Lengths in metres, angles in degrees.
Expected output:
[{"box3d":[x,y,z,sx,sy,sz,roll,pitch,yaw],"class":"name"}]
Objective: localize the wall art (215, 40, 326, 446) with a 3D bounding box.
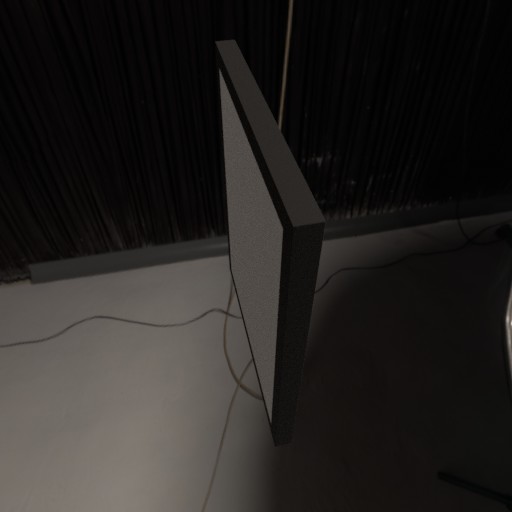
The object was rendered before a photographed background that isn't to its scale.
[{"box3d":[0.000,0.000,0.562,0.024,0.404,0.329,-10,47,-9],"class":"wall art"}]
